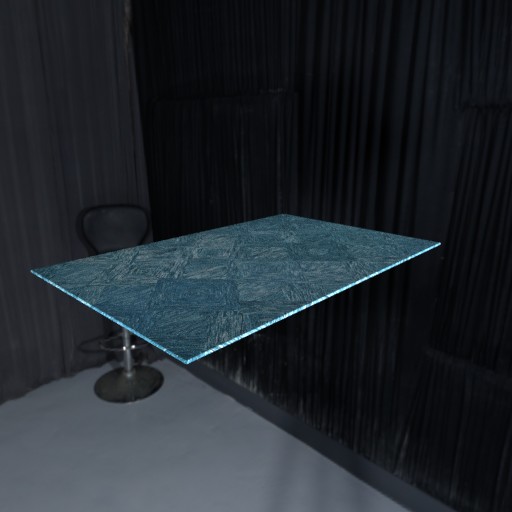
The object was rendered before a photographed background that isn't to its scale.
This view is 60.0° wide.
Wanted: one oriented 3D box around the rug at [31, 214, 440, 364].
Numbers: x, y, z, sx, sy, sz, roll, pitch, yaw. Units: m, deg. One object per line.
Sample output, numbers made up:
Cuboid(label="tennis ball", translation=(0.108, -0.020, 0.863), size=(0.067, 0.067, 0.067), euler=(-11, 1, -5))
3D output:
Cuboid(label="rug", translation=(0.000, 0.000, 2.896), size=(1.490, 0.015, 2.277), euler=(16, 23, 42))
